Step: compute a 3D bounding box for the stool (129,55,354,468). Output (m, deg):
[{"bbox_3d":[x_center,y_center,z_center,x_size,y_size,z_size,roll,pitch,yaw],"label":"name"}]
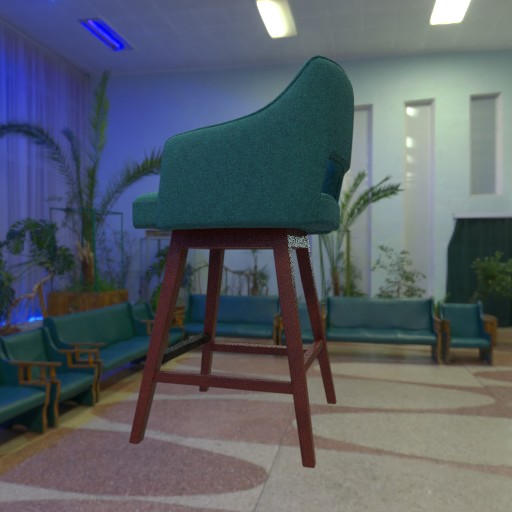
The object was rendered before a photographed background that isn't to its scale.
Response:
[{"bbox_3d":[0.000,0.000,1.286,0.556,0.961,0.548,0,0,16],"label":"stool"}]
